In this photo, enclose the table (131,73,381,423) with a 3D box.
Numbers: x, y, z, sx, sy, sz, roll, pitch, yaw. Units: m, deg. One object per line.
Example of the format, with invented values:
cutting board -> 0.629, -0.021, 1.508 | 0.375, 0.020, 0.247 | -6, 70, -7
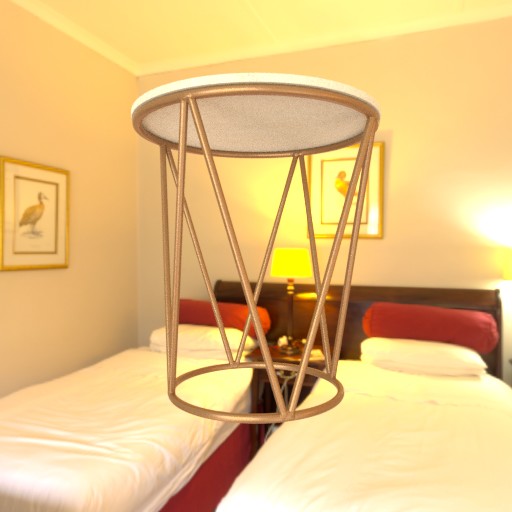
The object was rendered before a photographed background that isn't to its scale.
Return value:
table -> 0.000, 0.000, 0.926 | 0.500, 0.564, 0.500 | 0, 1, 0
